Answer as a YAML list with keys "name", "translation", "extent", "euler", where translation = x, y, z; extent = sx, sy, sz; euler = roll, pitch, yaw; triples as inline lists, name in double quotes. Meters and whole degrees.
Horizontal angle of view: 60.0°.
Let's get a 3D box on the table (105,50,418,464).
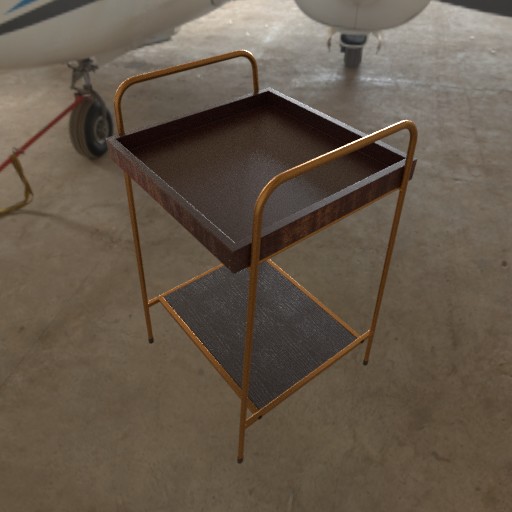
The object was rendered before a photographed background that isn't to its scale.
- name: "table"
  translation: [0.000, 0.000, 0.972]
  extent: [0.430, 0.710, 0.430]
  euler: [-28, 49, -27]
